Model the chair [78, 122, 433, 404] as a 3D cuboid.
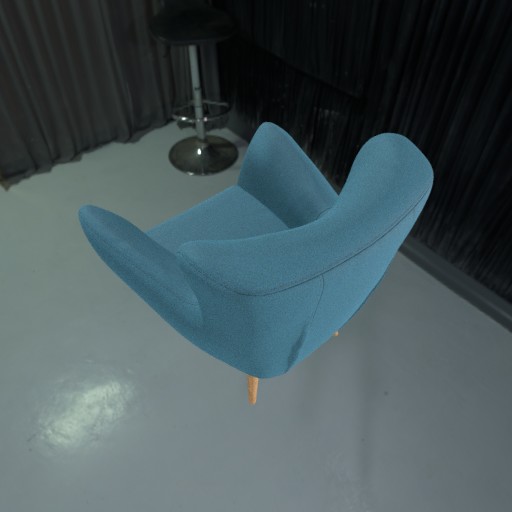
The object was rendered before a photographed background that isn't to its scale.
[{"bbox_3d":[0.000,0.000,1.578,0.890,0.889,0.889,-32,55,-26],"label":"chair"}]
